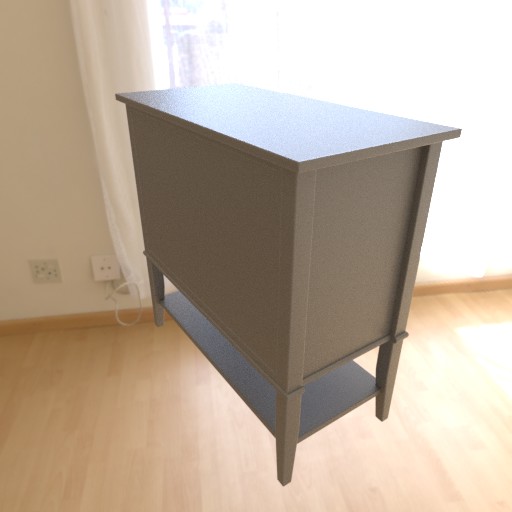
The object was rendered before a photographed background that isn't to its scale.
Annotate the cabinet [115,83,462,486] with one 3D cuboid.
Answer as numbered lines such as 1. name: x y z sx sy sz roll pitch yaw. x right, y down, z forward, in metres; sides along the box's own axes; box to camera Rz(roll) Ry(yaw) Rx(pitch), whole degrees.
1. cabinet: 0.000 0.000 1.211 0.396 0.780 0.801 -18 33 -30
